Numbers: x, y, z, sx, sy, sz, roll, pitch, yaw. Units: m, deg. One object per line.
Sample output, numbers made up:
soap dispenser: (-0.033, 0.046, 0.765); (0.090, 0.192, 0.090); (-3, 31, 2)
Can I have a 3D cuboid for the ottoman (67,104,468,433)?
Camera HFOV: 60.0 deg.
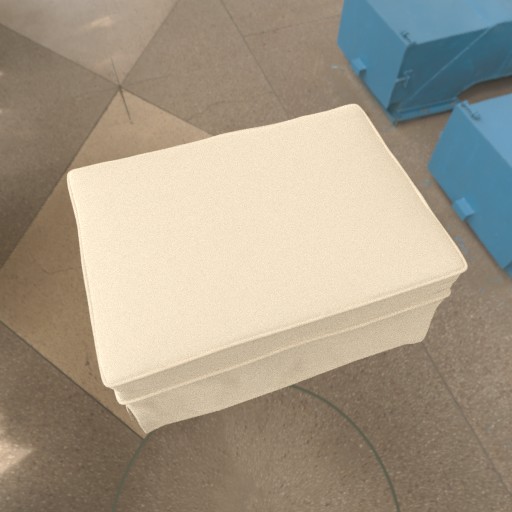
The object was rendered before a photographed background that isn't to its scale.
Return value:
ottoman: (0.000, 0.000, 1.323); (0.944, 0.479, 0.703); (-16, 60, -10)
